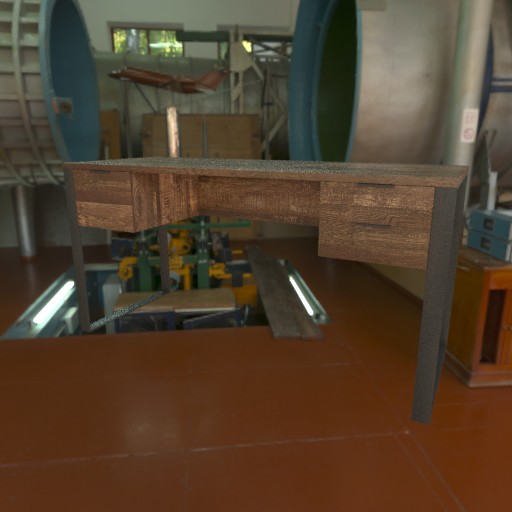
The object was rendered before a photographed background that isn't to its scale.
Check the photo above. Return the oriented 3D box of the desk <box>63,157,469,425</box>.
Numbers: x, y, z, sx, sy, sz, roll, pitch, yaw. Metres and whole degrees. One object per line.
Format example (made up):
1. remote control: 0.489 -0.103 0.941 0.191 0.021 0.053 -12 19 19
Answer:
1. desk: 0.000 0.000 1.876 1.524 0.762 0.599 8 17 26
